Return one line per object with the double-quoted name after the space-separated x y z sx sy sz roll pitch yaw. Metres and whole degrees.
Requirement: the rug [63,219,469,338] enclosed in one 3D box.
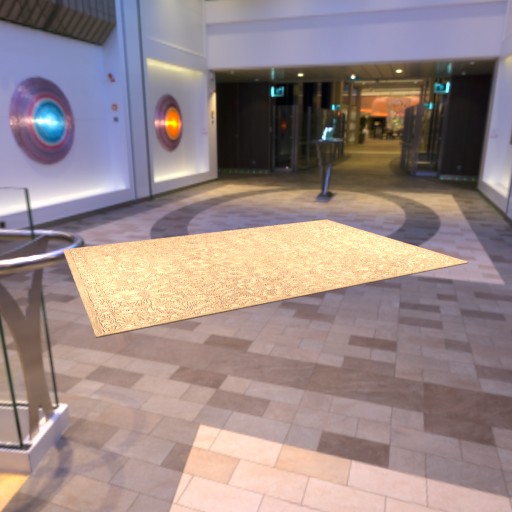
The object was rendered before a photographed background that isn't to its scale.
0.000 0.000 2.391 1.827 0.006 1.221 -8 18 -26 "rug"
